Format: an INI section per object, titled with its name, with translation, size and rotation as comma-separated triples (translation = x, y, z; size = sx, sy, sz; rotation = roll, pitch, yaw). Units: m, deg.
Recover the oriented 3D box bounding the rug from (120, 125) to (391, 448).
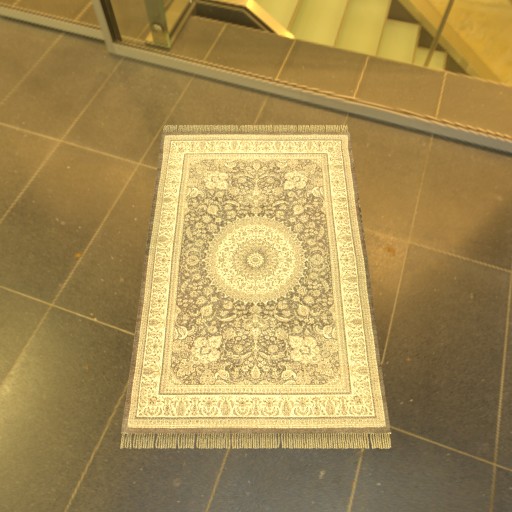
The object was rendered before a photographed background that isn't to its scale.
[rug]
translation = 0.000, 0.000, 4.273
size = 2.143, 0.015, 3.422
rotation = 0, 61, 0
